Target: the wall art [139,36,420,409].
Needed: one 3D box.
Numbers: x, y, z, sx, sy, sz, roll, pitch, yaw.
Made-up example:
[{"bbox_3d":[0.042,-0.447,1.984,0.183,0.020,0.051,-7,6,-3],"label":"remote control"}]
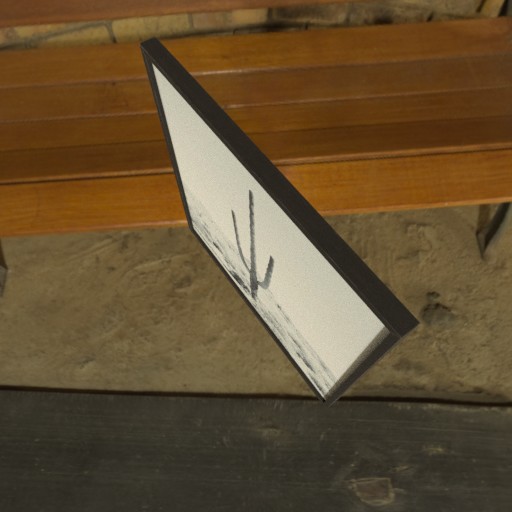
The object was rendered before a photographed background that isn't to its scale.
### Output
[{"bbox_3d":[0.000,0.000,1.118,0.038,0.762,0.762,-33,68,-15],"label":"wall art"}]
